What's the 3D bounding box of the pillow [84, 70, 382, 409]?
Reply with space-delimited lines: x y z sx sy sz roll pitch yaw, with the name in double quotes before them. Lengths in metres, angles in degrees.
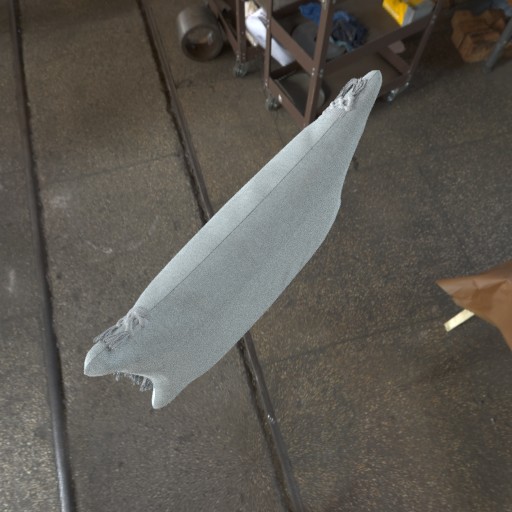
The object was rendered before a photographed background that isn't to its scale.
"pillow" 0.000 0.000 0.588 0.084 0.305 0.466 37 70 16
